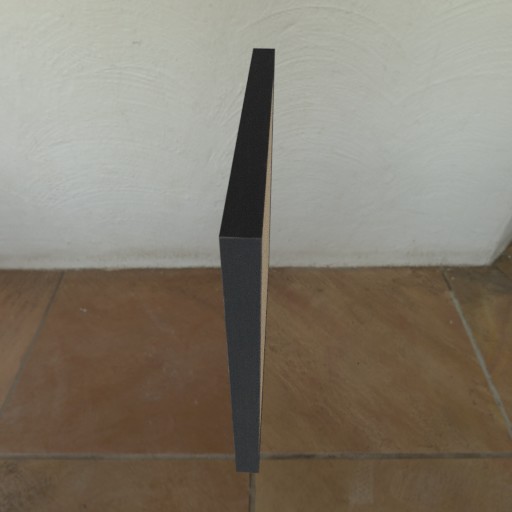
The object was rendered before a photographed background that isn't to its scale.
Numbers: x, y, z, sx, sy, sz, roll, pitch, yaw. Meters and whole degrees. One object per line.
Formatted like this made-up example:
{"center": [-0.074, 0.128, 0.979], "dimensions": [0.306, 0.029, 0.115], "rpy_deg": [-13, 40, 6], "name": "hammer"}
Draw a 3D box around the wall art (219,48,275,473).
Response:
{"center": [0.000, 0.000, 0.750], "dimensions": [0.038, 0.508, 0.508], "rpy_deg": [2, 42, 2], "name": "wall art"}
